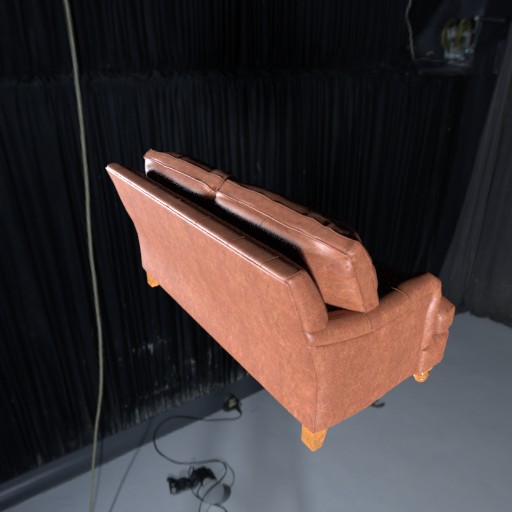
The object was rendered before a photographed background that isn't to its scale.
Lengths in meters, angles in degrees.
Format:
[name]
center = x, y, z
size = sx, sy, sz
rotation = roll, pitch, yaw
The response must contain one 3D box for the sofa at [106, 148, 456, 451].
[sofa]
center = 0.000, 0.000, 2.802
size = 1.147, 1.071, 2.144
rotation = -17, 30, -31
